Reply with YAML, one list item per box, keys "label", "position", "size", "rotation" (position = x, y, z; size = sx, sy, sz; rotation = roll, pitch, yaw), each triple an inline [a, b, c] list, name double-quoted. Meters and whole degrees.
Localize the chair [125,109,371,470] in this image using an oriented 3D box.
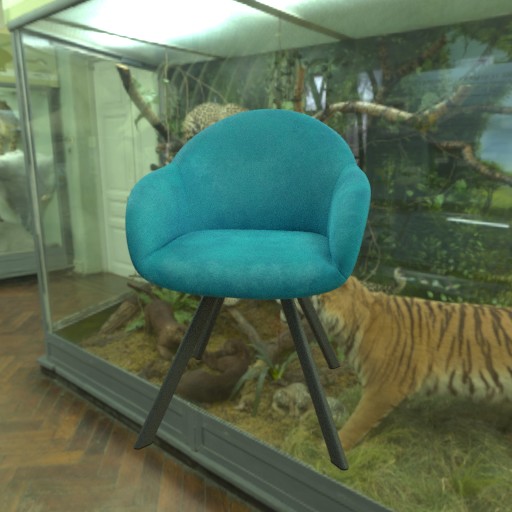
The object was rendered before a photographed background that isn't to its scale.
- label: "chair"
  position: [0.000, 0.000, 1.180]
  size: [0.550, 0.795, 0.590]
  rotation: [2, 13, 8]
